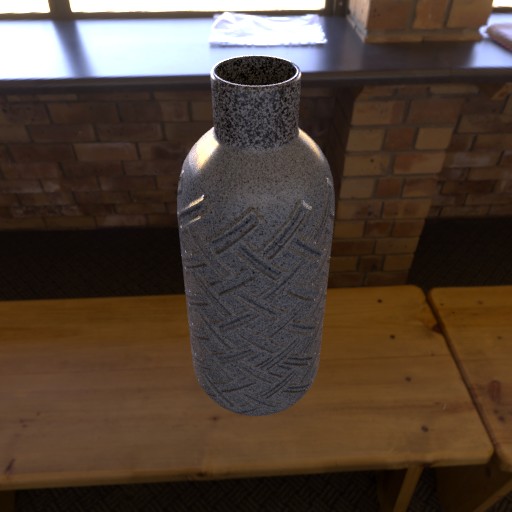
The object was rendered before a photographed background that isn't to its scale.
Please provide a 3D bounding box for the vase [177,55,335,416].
[{"bbox_3d":[0.000,0.000,0.344,0.122,0.282,0.122,0,42,0],"label":"vase"}]
